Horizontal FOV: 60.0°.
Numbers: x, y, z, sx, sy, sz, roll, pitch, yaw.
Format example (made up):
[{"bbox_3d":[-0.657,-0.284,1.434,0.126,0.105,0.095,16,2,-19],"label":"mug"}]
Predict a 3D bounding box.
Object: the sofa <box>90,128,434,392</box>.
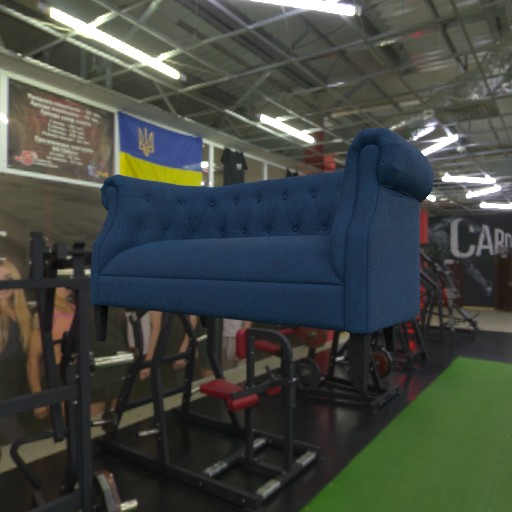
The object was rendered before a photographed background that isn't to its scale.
[{"bbox_3d":[0.000,0.000,2.053,1.558,0.827,0.835,0,0,37],"label":"sofa"}]
